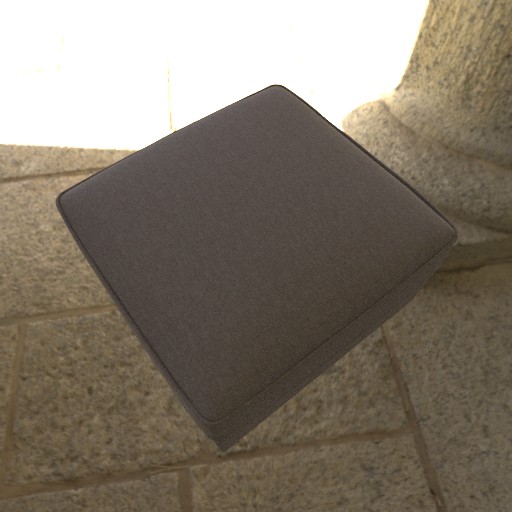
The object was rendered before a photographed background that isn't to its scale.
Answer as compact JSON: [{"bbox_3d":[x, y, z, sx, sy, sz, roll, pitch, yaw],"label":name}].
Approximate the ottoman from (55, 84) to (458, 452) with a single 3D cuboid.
[{"bbox_3d":[0.000,0.000,1.404,0.871,0.612,0.808,-33,65,-18],"label":"ottoman"}]
